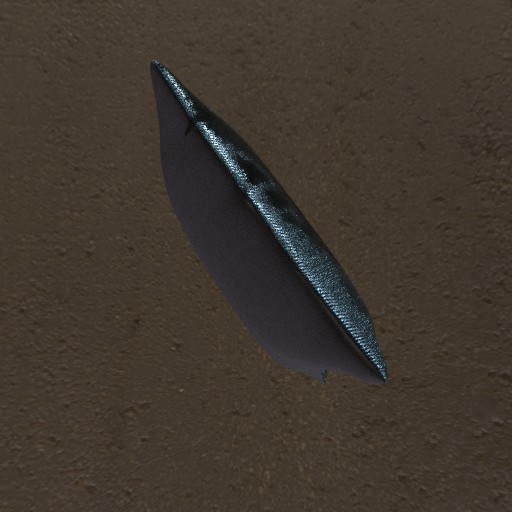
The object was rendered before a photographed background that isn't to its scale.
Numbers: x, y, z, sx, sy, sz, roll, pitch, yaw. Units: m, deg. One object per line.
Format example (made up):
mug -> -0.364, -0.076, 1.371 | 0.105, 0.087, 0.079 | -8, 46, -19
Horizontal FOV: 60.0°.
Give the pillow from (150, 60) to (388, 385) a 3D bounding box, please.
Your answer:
pillow -> 0.000, 0.000, 0.650 | 0.138, 0.430, 0.436 | -33, 77, -9
